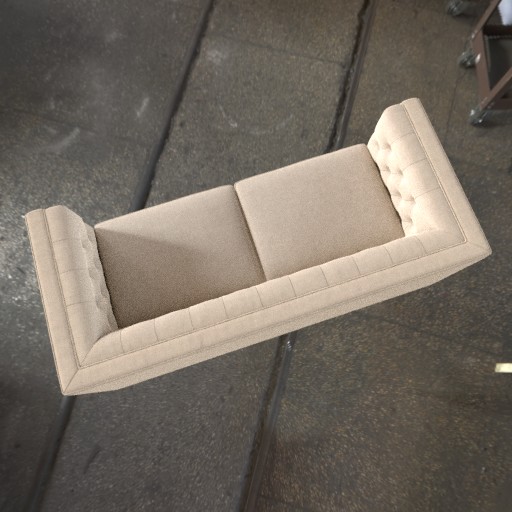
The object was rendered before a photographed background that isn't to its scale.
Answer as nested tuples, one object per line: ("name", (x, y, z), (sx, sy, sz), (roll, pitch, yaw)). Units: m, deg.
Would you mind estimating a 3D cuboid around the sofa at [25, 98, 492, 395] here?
("sofa", (0.000, 0.000, 2.179), (1.778, 0.762, 0.775), (-18, 76, -5))
